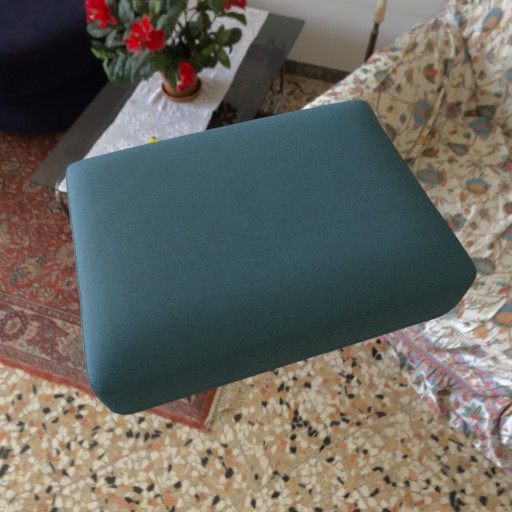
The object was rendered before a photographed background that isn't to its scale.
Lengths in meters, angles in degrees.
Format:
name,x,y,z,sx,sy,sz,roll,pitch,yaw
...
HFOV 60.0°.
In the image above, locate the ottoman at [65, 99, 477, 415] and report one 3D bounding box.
name,x,y,z,sx,sy,sz,roll,pitch,yaw
ottoman,0.000,0.000,1.041,0.749,0.428,0.549,-15,60,-9
